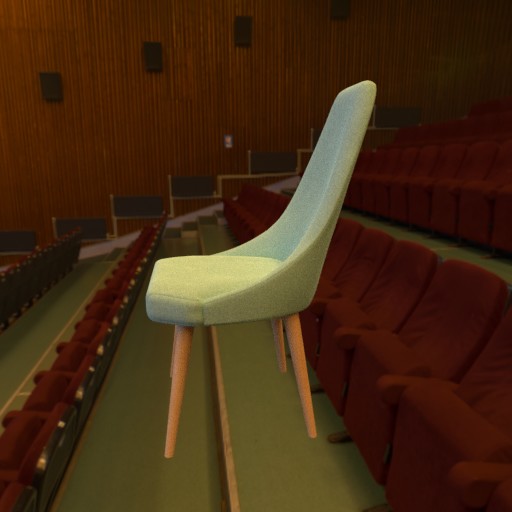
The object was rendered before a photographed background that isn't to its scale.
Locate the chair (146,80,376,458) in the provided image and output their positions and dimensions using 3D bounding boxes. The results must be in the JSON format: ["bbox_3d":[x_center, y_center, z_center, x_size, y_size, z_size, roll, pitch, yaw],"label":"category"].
[{"bbox_3d":[0.000,0.000,1.405,0.660,1.040,0.510,-2,13,-9],"label":"chair"}]
